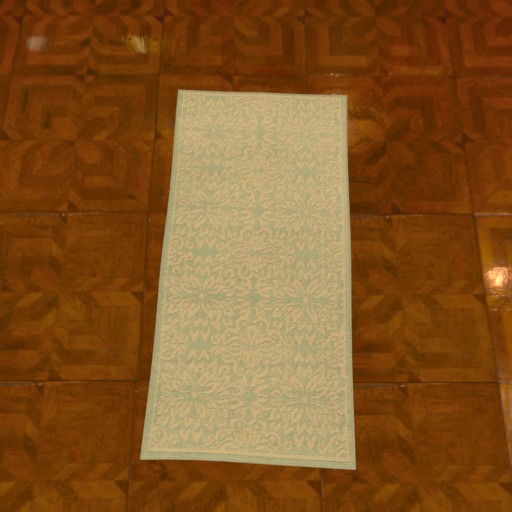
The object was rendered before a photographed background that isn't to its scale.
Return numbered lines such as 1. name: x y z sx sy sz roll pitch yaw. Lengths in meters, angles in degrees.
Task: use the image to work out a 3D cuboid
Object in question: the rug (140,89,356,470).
1. rug: 0.000 0.000 1.410 0.604 0.007 1.219 2 74 1
